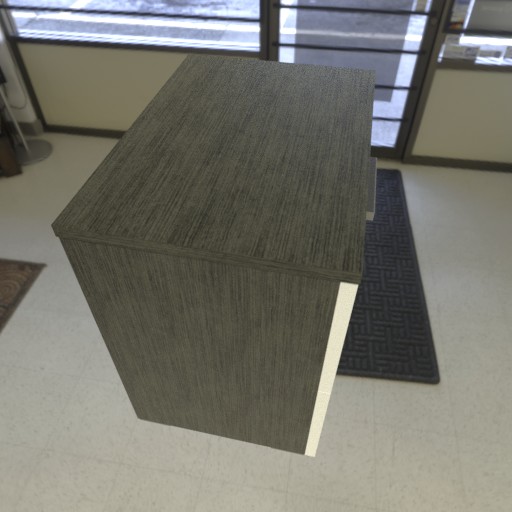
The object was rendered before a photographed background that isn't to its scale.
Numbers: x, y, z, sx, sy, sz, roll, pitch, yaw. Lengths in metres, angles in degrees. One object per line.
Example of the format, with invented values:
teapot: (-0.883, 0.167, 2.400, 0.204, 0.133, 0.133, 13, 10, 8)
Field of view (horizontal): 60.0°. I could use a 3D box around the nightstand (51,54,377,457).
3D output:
nightstand: (0.000, 0.000, 0.735, 0.325, 0.460, 0.441, 9, 46, 8)
